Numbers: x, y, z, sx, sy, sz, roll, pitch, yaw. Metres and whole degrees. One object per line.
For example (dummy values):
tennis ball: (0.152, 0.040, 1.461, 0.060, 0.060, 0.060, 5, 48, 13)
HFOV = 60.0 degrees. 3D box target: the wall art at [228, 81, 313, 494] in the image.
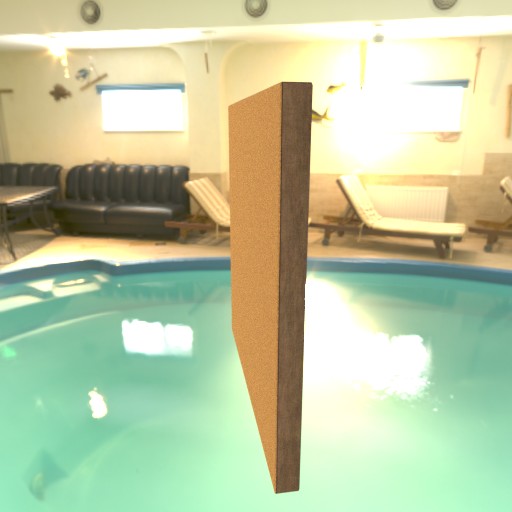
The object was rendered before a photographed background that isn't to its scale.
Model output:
wall art: (0.000, 0.000, 1.117, 0.050, 0.751, 0.749, -3, 16, -9)
